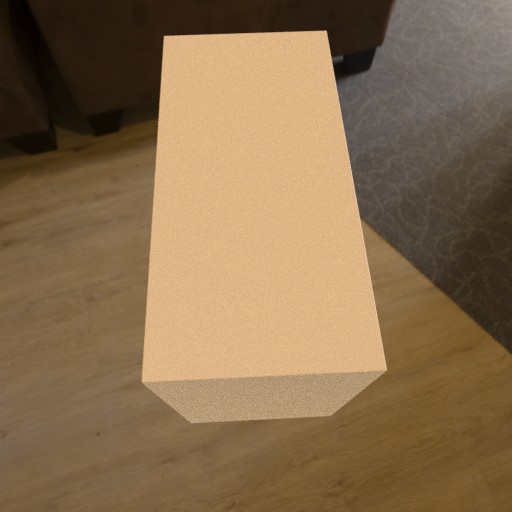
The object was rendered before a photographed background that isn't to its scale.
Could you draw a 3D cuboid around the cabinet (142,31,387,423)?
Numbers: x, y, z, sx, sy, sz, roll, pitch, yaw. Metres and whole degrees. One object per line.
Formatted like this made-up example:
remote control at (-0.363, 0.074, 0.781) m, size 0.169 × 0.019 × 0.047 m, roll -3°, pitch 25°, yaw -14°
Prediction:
cabinet at (0.000, 0.000, 1.212) m, size 0.398 × 0.761 × 0.800 m, roll -2°, pitch 64°, yaw -1°
